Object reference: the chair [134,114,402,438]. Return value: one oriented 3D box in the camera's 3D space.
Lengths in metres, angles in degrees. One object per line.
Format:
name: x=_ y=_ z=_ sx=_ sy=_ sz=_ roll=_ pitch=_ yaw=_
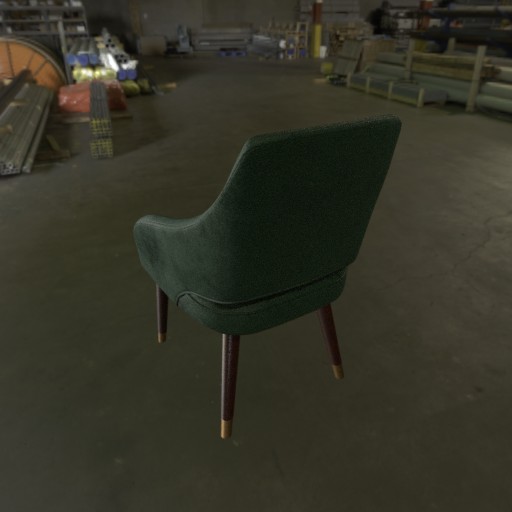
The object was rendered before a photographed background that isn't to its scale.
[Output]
chair: x=0.000 y=0.000 z=1.595 sx=0.683 sy=1.081 sz=0.794 roll=-17 pitch=34 yaw=-28
